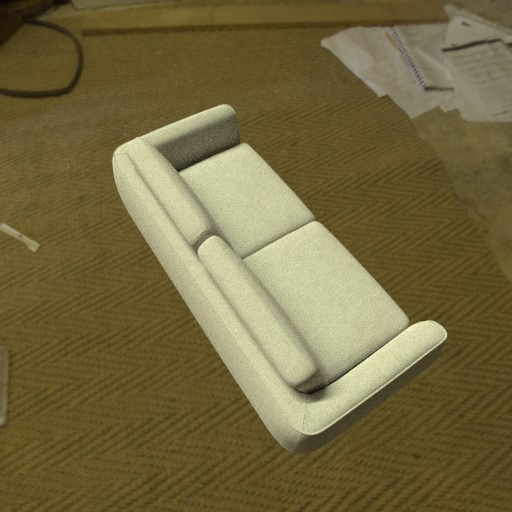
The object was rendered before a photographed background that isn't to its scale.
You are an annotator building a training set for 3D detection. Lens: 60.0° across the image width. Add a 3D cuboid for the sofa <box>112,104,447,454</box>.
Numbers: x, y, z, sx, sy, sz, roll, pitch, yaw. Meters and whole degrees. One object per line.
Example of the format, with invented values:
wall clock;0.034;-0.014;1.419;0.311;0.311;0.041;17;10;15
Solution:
sofa;0.000;0.000;2.499;0.920;0.850;2.000;-29;62;-17
